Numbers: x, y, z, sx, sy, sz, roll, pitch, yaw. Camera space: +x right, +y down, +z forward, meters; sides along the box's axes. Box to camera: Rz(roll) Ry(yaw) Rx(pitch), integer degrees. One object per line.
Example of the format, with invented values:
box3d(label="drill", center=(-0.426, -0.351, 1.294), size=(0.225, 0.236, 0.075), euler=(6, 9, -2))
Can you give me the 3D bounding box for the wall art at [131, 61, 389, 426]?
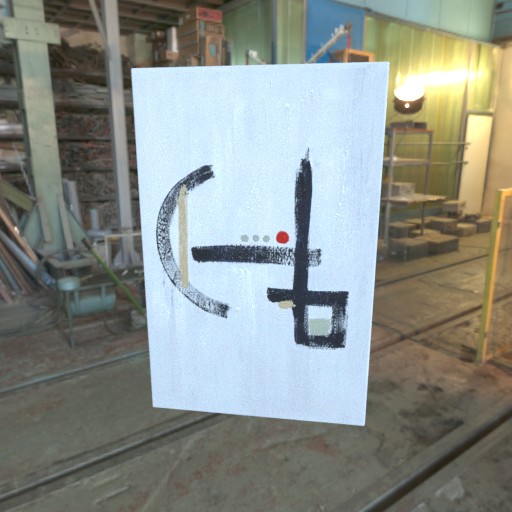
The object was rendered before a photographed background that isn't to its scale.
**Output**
box3d(label="wall art", center=(0.000, 0.000, 1.149), size=(0.602, 0.916, 0.048), euler=(2, 14, 8))
